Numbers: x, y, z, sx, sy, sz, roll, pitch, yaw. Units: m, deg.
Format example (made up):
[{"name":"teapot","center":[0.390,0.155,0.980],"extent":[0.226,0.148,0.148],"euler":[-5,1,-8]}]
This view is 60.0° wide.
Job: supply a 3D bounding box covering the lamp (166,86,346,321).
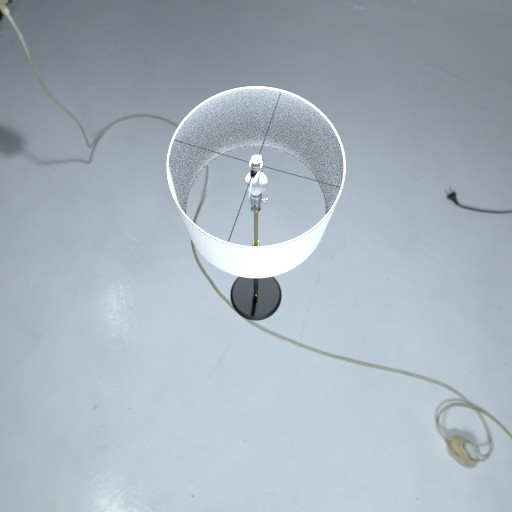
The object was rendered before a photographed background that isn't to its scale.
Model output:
[{"name":"lamp","center":[0.000,0.000,1.710],"extent":[0.404,1.517,0.404],"euler":[17,74,5]}]
